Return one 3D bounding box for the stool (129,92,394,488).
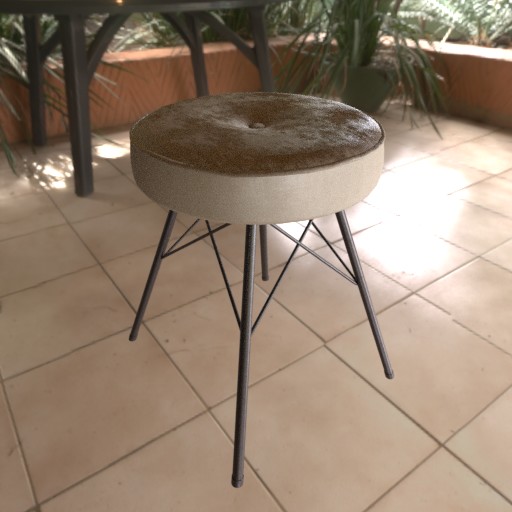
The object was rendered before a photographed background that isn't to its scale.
[{"bbox_3d":[0.000,0.000,0.857,0.423,0.538,0.457,-22,39,-30],"label":"stool"}]
